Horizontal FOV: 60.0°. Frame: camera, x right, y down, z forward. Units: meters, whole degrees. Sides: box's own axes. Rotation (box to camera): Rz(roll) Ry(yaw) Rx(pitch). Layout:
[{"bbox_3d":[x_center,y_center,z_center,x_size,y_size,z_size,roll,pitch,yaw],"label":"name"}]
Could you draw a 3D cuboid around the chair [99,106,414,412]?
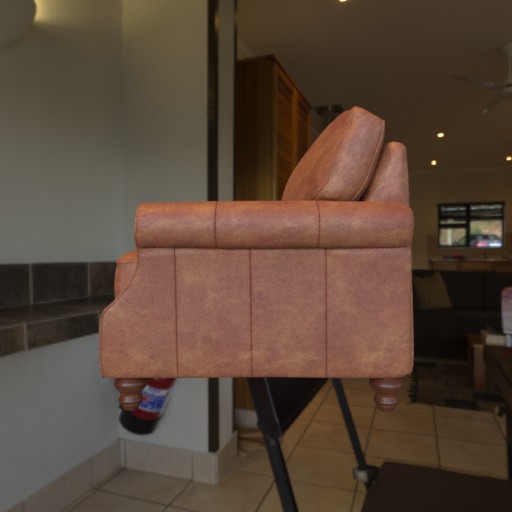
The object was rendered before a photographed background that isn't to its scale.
[{"bbox_3d":[0.000,0.000,1.745,0.986,0.962,0.983,0,0,1],"label":"chair"}]
